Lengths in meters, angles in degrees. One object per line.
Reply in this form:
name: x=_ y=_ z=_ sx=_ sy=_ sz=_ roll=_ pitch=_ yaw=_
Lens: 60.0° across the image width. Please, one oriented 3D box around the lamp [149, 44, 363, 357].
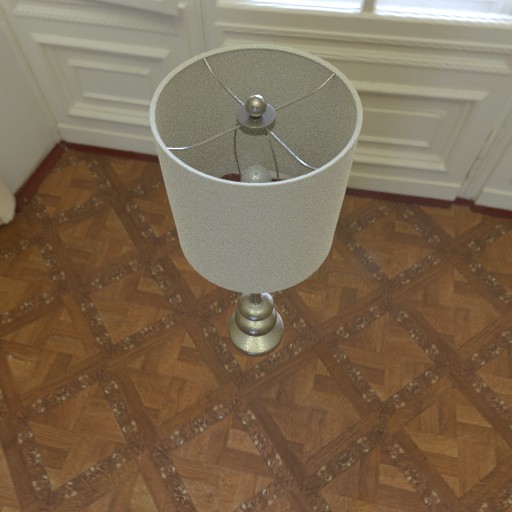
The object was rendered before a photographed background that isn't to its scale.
lamp: x=0.000 y=0.000 z=0.809 sx=0.254 sy=0.690 sz=0.254 roll=-30 pitch=62 yaw=-18
